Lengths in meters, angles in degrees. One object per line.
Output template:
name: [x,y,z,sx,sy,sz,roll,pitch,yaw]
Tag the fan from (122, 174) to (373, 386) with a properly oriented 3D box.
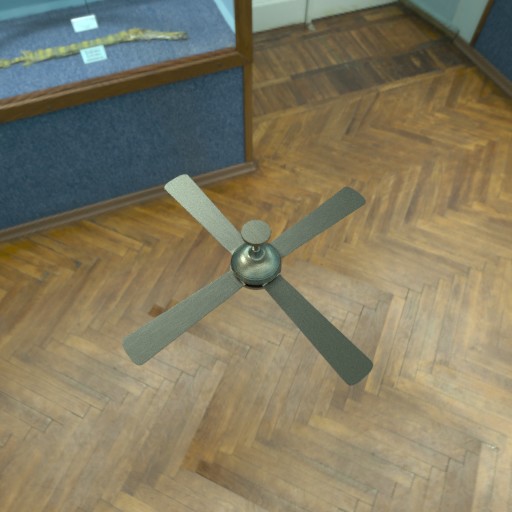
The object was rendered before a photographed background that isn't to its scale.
fan: [0.000,0.000,2.014,1.321,0.381,1.321,-16,59,-10]
